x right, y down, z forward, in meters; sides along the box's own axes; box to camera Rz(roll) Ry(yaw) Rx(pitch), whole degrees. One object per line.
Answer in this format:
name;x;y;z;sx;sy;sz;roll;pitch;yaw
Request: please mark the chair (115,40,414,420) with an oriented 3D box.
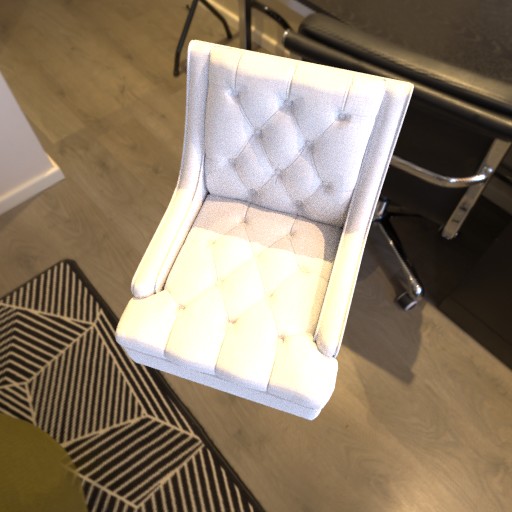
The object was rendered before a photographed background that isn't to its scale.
chair;0.000;0.000;1.391;0.658;0.891;0.772;15;60;9
